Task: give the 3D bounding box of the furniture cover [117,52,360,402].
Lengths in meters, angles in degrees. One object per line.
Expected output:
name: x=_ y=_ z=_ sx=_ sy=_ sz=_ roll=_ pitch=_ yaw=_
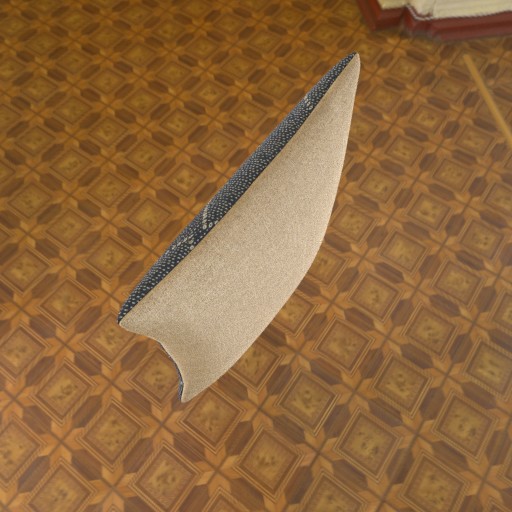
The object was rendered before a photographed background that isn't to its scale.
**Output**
furniture cover: x=0.000 y=0.000 z=0.773 sx=0.162 sy=0.503 sz=0.511 roll=32 pitch=67 yaw=15
